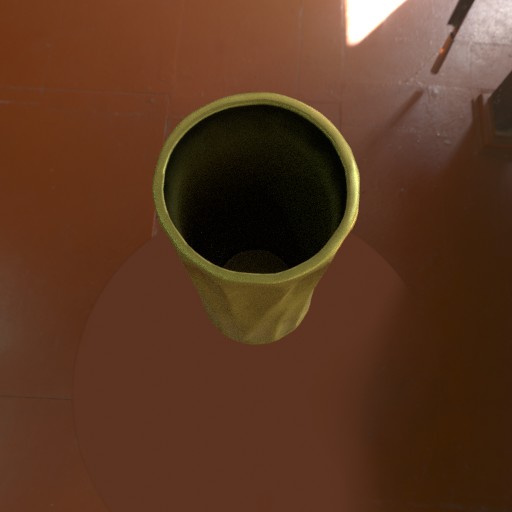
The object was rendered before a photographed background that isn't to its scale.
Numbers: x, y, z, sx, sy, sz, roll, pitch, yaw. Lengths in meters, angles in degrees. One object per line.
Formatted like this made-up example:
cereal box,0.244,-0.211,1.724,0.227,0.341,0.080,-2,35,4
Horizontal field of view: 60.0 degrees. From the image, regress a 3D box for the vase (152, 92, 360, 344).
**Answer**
vase,0.000,0.000,0.178,0.061,0.143,0.061,0,75,0
